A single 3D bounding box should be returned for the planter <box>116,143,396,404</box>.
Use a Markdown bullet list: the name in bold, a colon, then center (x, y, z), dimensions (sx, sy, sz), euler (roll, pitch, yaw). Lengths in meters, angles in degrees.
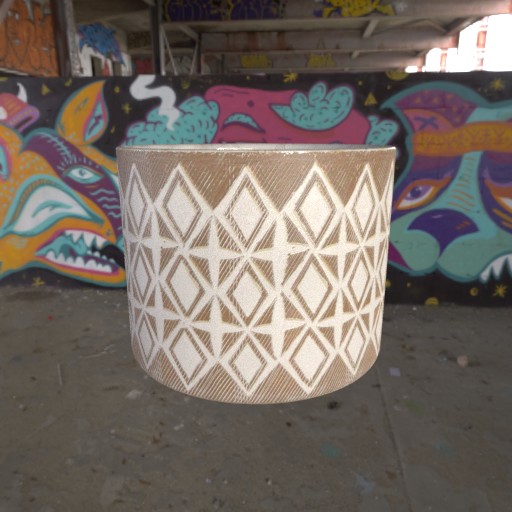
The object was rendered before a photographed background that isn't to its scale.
- **planter**: center (0.000, 0.000, 0.340), dimensions (0.193, 0.165, 0.193), euler (0, 15, 0)
